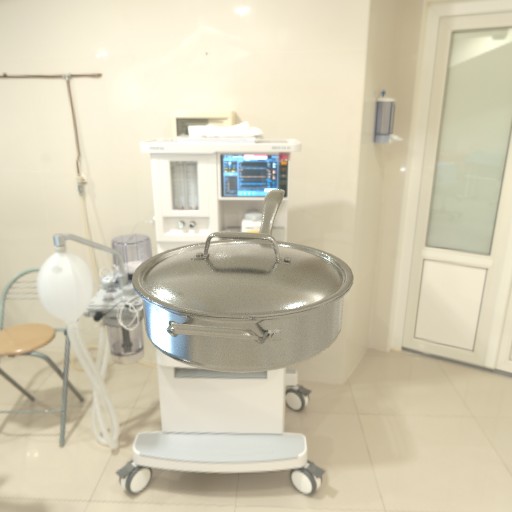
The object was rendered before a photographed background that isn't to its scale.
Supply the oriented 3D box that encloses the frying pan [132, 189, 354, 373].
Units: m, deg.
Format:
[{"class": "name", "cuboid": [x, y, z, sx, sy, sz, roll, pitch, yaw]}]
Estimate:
[{"class": "frying pan", "cuboid": [0.000, 0.000, 0.591, 0.245, 0.111, 0.492, 3, 18, 9]}]
